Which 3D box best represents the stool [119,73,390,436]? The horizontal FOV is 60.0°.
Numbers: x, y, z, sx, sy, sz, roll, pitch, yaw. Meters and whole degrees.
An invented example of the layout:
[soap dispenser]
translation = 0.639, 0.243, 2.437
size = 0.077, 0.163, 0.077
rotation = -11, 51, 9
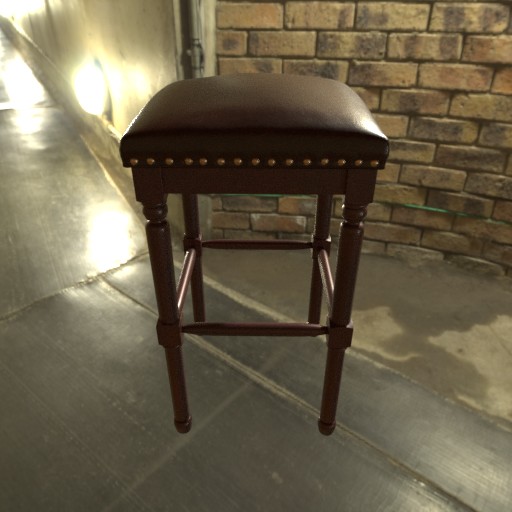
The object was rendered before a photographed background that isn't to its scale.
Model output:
[stool]
translation = 0.000, 0.000, 0.929
size = 0.382, 0.702, 0.383
rotation = 1, 32, 1
